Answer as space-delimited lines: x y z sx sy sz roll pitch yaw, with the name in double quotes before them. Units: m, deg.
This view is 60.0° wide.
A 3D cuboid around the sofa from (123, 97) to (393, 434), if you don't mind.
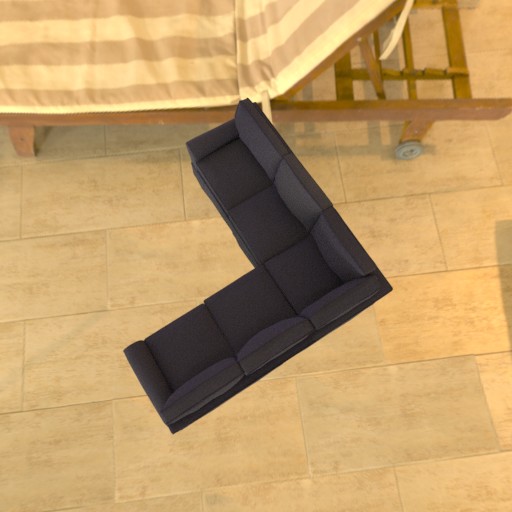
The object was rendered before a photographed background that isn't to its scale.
"sofa" 0.000 0.000 5.100 2.874 1.169 3.773 -1 74 0
